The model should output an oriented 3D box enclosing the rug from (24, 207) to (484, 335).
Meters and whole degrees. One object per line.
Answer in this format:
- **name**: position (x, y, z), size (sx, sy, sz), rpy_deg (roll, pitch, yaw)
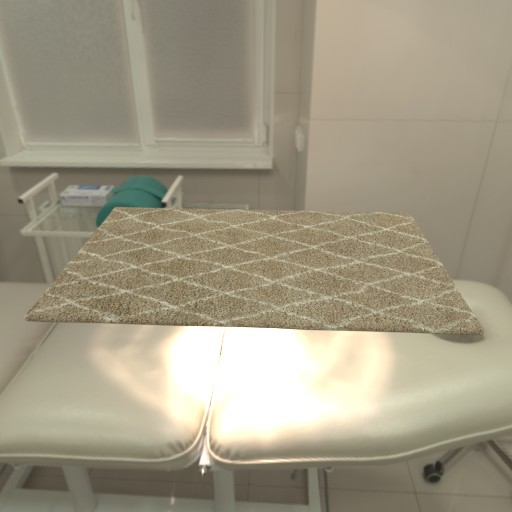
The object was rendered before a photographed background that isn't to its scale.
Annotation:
- **rug**: position (0.000, 0.000, 2.997), size (2.438, 0.030, 1.524), rpy_deg (1, 29, 2)
